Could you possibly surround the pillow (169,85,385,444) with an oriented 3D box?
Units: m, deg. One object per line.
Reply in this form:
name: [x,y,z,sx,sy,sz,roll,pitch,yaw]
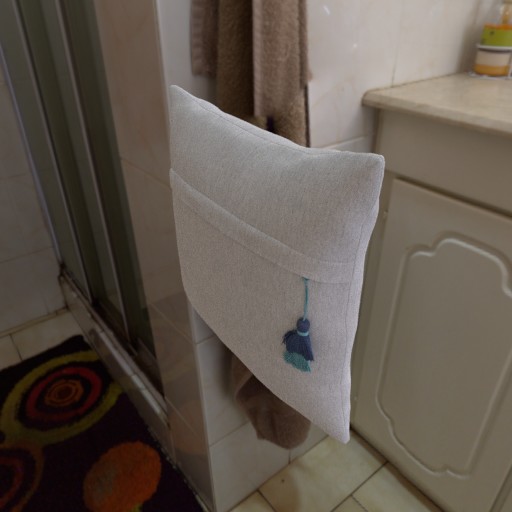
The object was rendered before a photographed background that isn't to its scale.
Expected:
pillow: [0.000,0.000,0.679,0.173,0.436,0.433,-21,37,-30]
